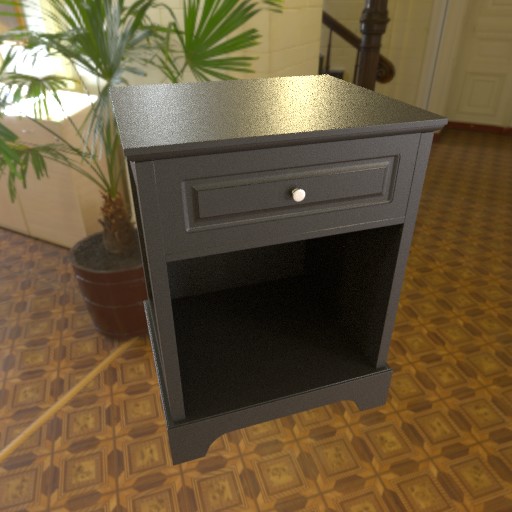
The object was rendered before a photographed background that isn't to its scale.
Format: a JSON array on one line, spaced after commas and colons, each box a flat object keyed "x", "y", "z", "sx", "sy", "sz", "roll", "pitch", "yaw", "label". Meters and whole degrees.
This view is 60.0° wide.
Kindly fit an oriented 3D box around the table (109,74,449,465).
[{"x": 0.000, "y": 0.000, "z": 0.902, "sx": 0.460, "sy": 0.610, "sz": 0.399, "roll": -10, "pitch": 33, "yaw": -16, "label": "table"}]
